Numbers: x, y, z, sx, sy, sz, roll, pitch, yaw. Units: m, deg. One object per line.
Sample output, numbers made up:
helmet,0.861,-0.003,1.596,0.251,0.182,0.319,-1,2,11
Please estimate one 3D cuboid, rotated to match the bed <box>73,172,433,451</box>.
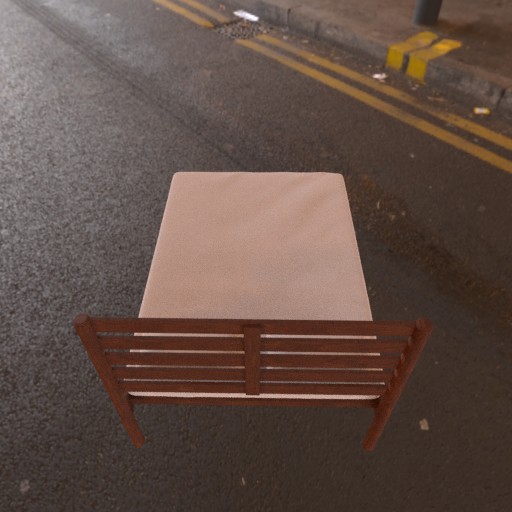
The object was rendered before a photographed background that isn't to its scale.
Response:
bed,0.000,0.000,3.022,1.509,1.304,2.093,1,46,1
